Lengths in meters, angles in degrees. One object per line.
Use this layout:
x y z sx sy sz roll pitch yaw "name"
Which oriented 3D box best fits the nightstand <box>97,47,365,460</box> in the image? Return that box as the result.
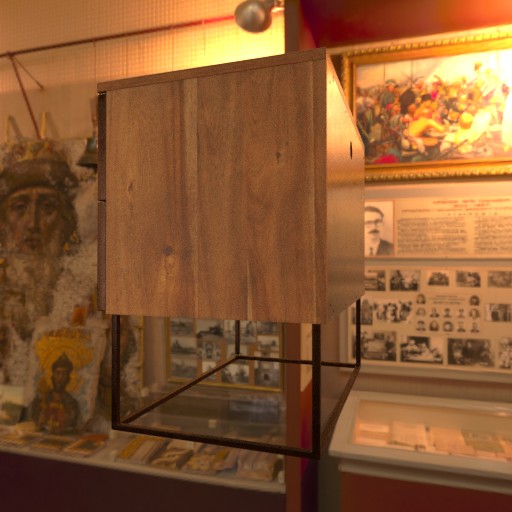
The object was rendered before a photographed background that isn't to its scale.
0.000 0.000 1.006 0.427 0.611 0.605 0 -1 19 "nightstand"
